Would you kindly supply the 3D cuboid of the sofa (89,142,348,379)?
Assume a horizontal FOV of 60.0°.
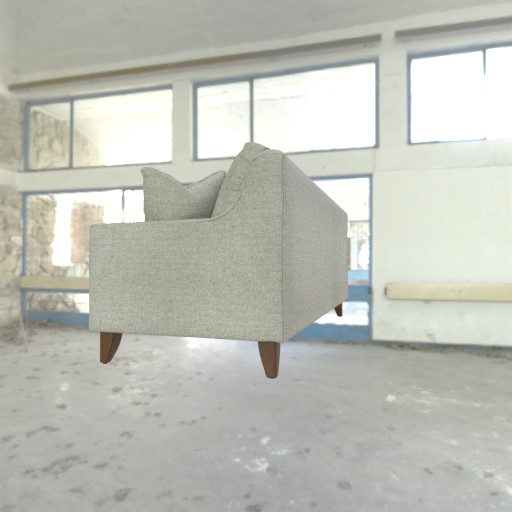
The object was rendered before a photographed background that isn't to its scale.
[{"bbox_3d":[0.000,0.000,2.635,0.865,0.914,2.031,0,-1,18],"label":"sofa"}]
